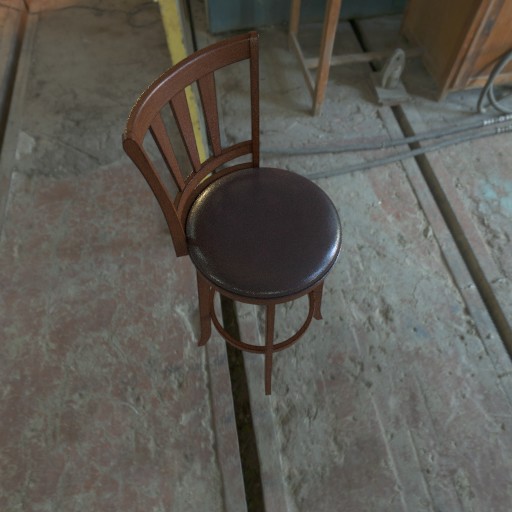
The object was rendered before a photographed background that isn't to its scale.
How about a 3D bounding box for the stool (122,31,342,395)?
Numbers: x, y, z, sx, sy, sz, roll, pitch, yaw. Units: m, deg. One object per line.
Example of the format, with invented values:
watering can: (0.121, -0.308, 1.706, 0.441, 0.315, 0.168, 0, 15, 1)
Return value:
stool: (0.000, 0.000, 1.423, 0.503, 1.177, 0.464, 31, 63, 18)
